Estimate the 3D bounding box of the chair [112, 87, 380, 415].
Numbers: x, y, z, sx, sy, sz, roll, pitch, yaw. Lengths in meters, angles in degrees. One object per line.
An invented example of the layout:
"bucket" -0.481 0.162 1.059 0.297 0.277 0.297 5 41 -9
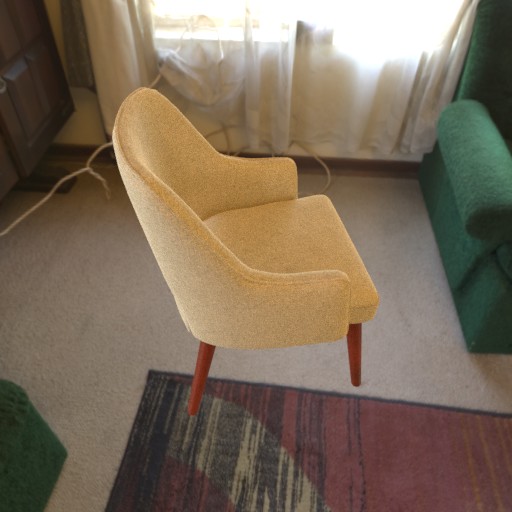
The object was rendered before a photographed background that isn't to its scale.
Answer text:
"chair" 0.000 0.000 1.233 0.605 0.849 0.548 -8 45 -8
